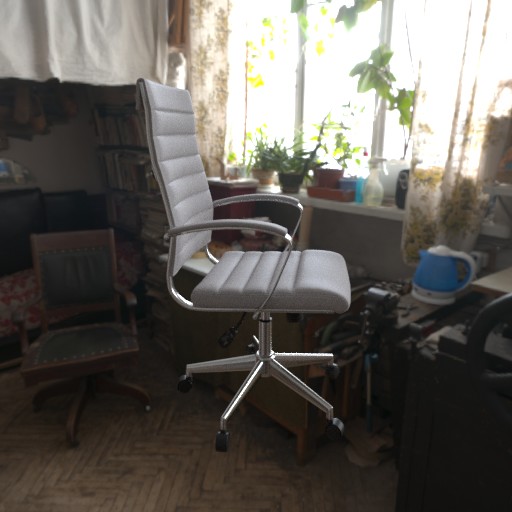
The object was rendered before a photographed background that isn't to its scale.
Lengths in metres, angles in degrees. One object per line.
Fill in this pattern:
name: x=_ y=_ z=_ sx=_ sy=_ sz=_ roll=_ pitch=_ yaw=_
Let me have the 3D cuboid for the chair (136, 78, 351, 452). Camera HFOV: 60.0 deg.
chair: x=0.000 y=0.000 z=1.577 sx=0.667 sy=1.149 sz=0.679 roll=3 pitch=16 yaw=9
